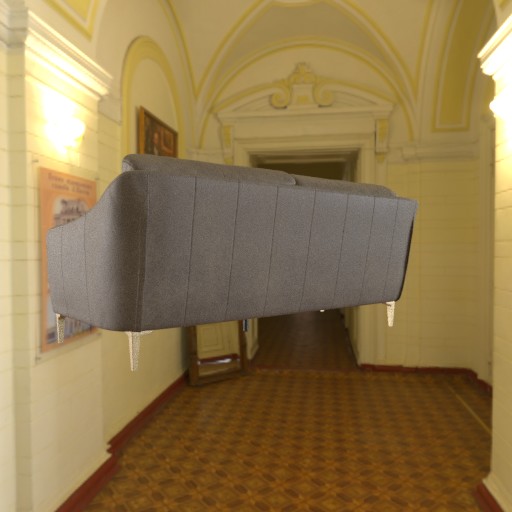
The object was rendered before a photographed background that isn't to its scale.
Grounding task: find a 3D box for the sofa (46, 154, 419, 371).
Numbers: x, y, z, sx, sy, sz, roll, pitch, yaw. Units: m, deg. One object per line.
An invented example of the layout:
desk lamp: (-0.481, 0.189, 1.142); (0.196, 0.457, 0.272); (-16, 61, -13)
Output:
sofa: (0.000, 0.000, 2.537); (2.036, 0.902, 0.960); (-1, 1, -37)
